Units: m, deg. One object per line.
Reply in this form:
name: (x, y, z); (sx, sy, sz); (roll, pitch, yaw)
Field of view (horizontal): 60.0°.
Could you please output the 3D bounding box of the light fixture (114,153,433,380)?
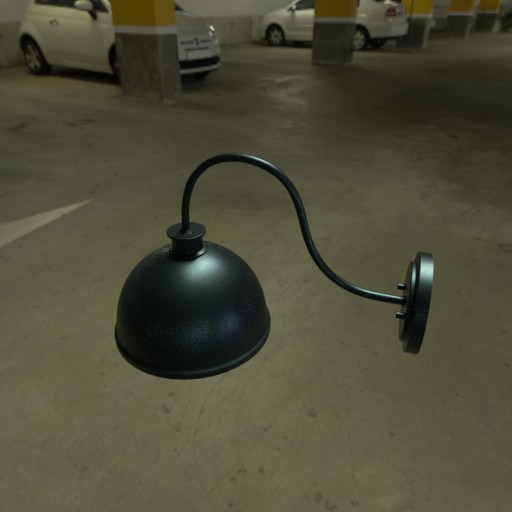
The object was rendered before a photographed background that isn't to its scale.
light fixture: (0.000, 0.000, 0.634); (0.467, 0.295, 0.253); (9, 31, 15)
